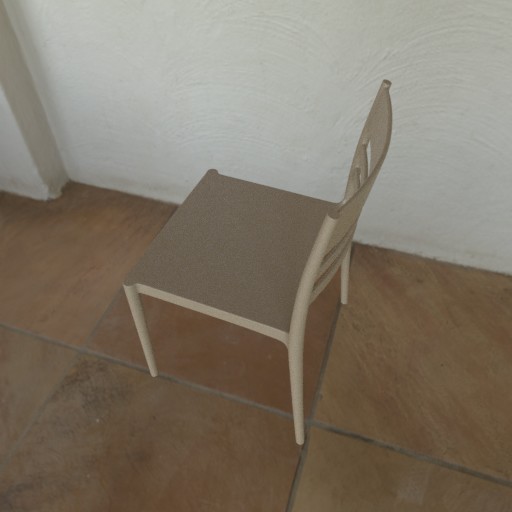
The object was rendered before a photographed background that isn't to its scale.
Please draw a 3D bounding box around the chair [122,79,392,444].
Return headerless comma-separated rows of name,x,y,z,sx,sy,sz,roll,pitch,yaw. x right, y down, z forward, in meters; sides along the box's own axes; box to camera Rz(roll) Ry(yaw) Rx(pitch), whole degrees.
chair,0.000,0.000,1.139,0.511,0.800,0.531,16,49,14
